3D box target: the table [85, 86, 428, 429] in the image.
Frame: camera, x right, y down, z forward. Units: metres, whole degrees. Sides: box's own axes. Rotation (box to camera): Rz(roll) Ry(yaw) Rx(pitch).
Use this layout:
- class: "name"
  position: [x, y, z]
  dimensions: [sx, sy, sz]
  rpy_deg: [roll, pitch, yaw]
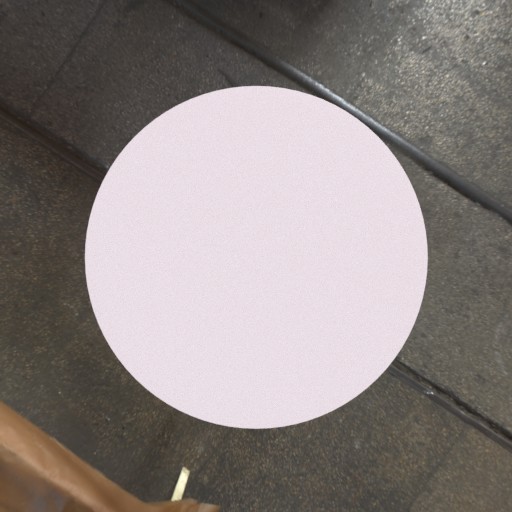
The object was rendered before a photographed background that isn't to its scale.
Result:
- class: "table"
  position: [0.000, 0.000, 1.538]
  dimensions: [0.896, 0.762, 0.896]
  rpy_deg: [0, 91, 0]
